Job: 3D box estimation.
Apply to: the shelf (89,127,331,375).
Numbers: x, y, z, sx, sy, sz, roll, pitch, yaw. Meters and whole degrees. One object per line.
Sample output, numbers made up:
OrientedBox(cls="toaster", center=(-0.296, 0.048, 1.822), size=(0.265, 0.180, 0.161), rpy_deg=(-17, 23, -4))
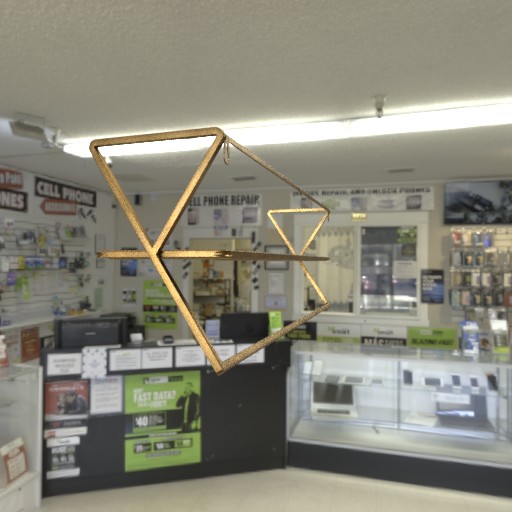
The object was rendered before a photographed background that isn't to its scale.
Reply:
OrientedBox(cls="shelf", center=(0.000, 0.000, 0.735), size=(0.150, 0.229, 0.645), rpy_deg=(0, -1, 18))
